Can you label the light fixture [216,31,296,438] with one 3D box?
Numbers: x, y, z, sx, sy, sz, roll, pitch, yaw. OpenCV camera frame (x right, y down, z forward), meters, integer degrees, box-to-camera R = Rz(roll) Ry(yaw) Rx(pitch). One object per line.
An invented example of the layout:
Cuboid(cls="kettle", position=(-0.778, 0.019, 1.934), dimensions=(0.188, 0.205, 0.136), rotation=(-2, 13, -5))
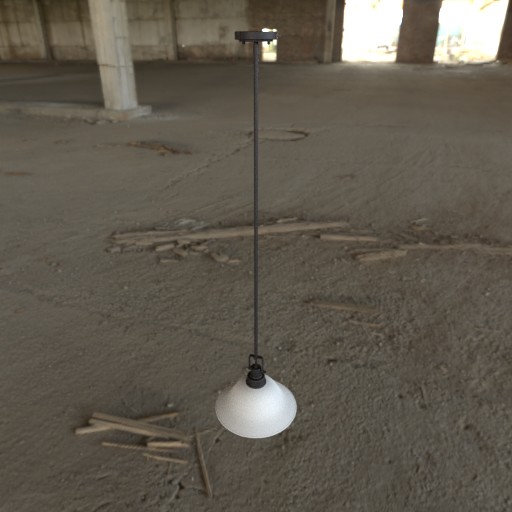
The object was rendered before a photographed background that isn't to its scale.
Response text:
Cuboid(cls="light fixture", position=(0.000, 0.000, 1.480), dimensions=(0.324, 1.337, 0.324), rotation=(9, 28, 17))
